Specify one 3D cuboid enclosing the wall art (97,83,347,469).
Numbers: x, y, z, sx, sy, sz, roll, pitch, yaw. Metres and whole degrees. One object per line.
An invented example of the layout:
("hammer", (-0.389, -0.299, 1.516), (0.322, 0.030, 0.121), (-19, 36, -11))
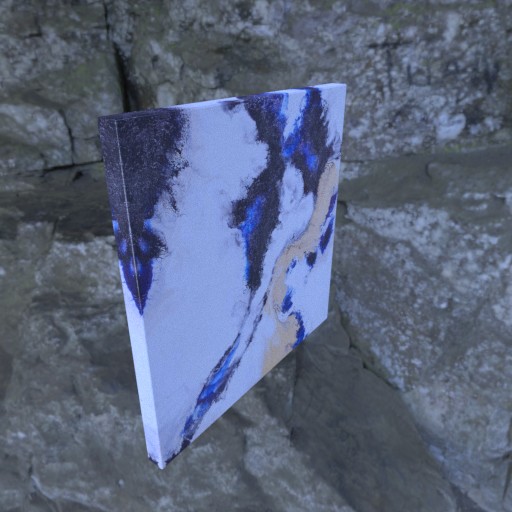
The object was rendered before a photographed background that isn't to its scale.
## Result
("wall art", (0.000, 0.000, 0.891), (0.039, 0.609, 0.609), (18, 31, 33))
